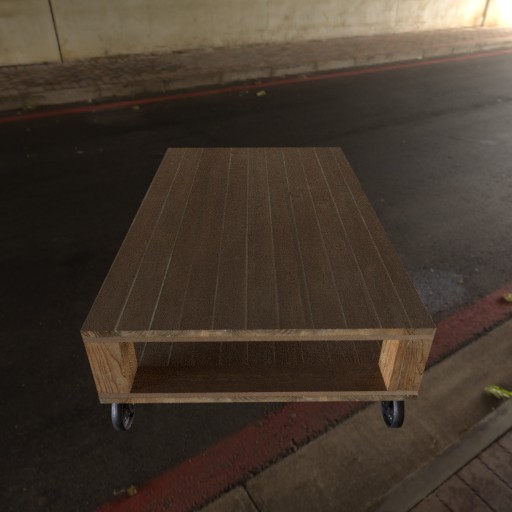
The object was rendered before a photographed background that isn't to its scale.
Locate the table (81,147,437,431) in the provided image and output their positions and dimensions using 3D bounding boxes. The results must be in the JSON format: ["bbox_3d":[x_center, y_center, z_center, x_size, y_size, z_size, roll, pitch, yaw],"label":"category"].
[{"bbox_3d":[0.000,0.000,1.688,0.827,0.413,1.299,0,32,-1],"label":"table"}]
